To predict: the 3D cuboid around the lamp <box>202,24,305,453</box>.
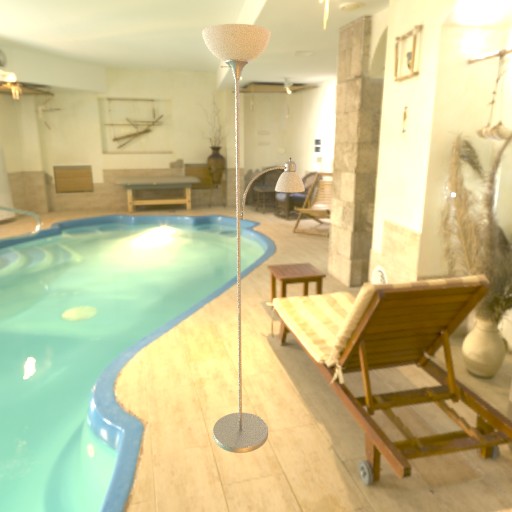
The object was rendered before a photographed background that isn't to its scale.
[{"bbox_3d":[0.000,0.000,1.967,0.425,1.804,0.279,-2,15,-9],"label":"lamp"}]
